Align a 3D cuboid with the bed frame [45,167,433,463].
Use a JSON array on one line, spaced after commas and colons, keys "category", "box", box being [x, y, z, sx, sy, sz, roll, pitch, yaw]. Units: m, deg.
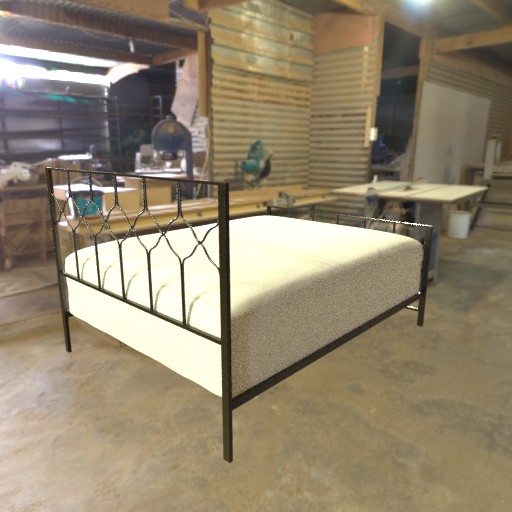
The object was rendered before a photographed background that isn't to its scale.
[{"category": "bed frame", "box": [0.000, 0.000, 3.057, 1.597, 1.222, 2.063, 13, 19, 41]}]
